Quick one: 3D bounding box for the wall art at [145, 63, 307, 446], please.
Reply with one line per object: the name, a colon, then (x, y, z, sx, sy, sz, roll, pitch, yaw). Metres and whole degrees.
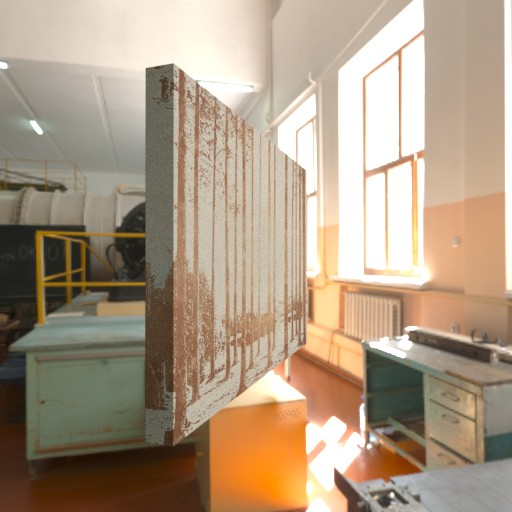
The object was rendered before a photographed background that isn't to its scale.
wall art: (0.000, 0.000, 0.760, 0.035, 0.405, 0.609, 0, 0, 20)
